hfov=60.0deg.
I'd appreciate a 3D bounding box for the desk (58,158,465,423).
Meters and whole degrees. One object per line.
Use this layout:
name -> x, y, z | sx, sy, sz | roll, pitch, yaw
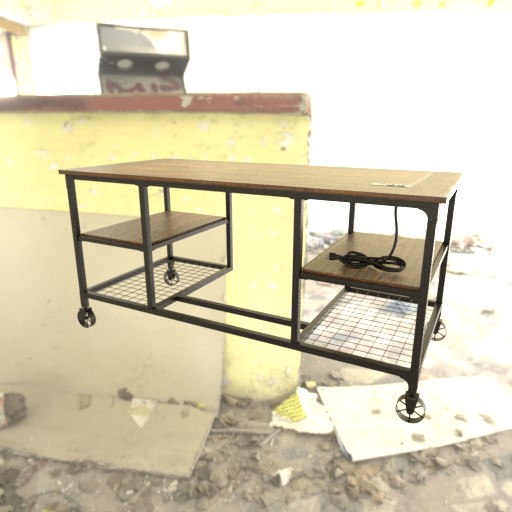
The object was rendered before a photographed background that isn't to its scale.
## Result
desk -> 0.000, 0.000, 1.973 | 1.590, 0.751, 0.711 | 9, 19, 27
